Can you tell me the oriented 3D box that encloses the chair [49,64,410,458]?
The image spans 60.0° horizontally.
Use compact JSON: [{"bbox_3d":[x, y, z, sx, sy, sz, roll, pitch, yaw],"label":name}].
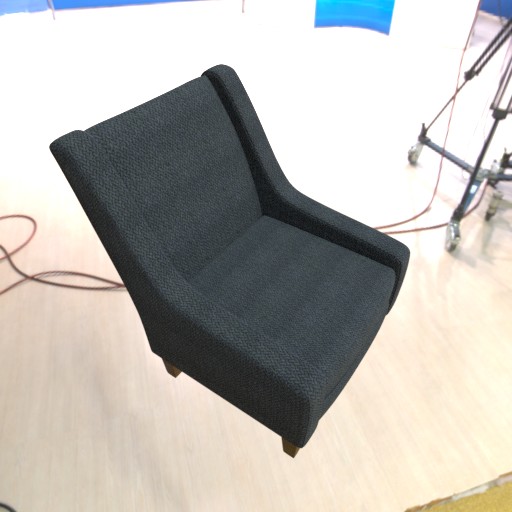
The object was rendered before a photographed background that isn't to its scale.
[{"bbox_3d":[0.000,0.000,1.642,0.944,1.012,0.793,25,48,25],"label":"chair"}]
